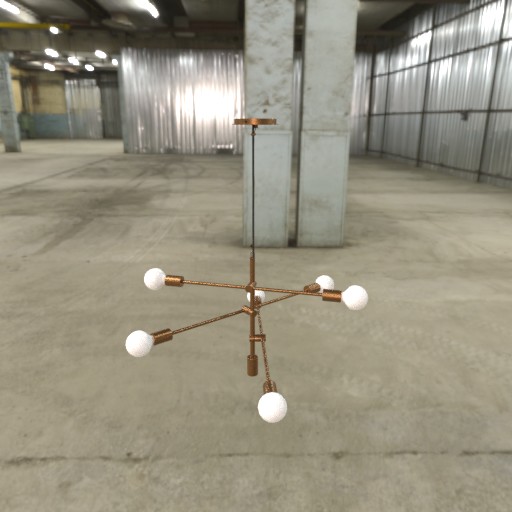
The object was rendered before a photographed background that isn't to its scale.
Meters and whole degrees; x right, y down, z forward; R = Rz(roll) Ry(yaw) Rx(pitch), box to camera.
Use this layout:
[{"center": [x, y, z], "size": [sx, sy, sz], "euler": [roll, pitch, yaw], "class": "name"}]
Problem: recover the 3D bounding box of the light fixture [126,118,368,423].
[{"center": [0.000, 0.000, 1.258], "size": [0.637, 0.744, 0.682], "euler": [8, 18, 25], "class": "light fixture"}]
